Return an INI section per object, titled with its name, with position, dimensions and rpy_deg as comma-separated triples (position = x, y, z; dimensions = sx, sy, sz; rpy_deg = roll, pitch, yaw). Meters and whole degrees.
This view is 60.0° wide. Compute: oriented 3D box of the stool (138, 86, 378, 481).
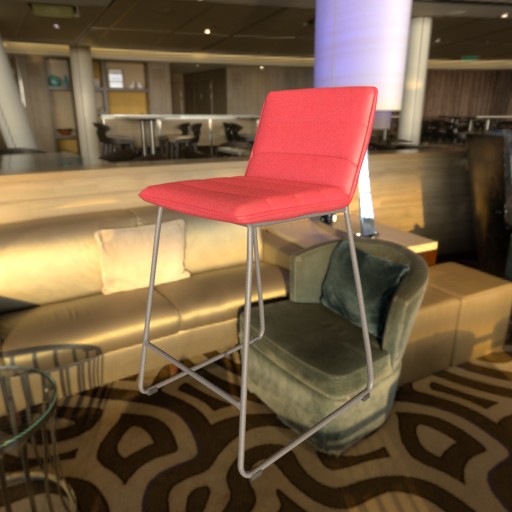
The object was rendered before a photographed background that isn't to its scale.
[stool]
position = 0.000, 0.000, 1.193
dimensions = 0.524, 0.866, 0.489
rpy_deg = -16, 23, -41
